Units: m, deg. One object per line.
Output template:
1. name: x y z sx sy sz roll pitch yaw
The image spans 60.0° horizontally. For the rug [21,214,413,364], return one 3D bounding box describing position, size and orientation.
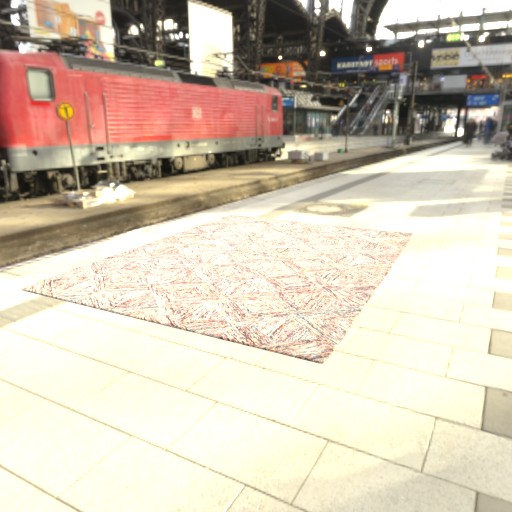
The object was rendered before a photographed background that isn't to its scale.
1. rug: 0.000 0.000 4.218 2.436 0.024 3.226 8 19 26
